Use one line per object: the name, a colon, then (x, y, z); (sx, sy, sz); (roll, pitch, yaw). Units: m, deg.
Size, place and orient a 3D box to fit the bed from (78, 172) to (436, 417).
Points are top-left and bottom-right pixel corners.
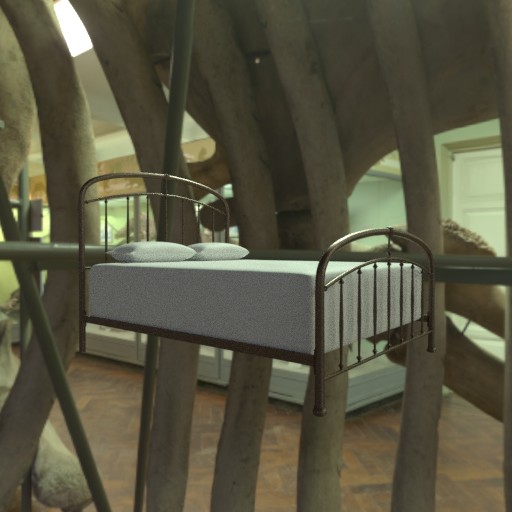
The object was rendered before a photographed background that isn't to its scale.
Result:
bed: (0.000, 0.000, 3.382); (2.168, 1.475, 1.711); (1, 1, 39)
